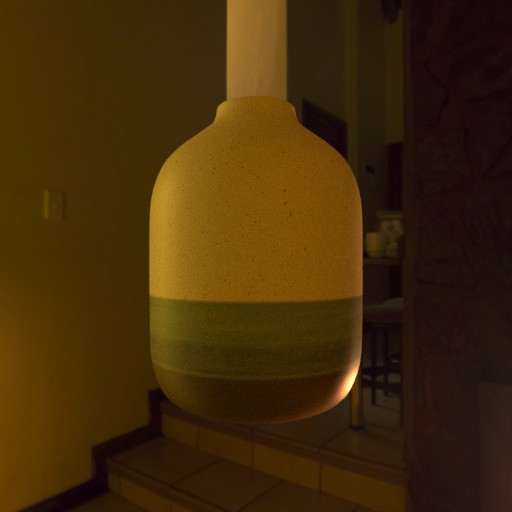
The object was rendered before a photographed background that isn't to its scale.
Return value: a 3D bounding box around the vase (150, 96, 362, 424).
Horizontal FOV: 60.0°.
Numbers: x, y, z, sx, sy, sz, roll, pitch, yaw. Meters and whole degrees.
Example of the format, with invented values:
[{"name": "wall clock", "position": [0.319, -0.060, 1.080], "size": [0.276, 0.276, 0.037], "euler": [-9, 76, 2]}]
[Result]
[{"name": "vase", "position": [0.000, 0.000, 0.362], "size": [0.169, 0.240, 0.169], "euler": [0, 0, 0]}]
